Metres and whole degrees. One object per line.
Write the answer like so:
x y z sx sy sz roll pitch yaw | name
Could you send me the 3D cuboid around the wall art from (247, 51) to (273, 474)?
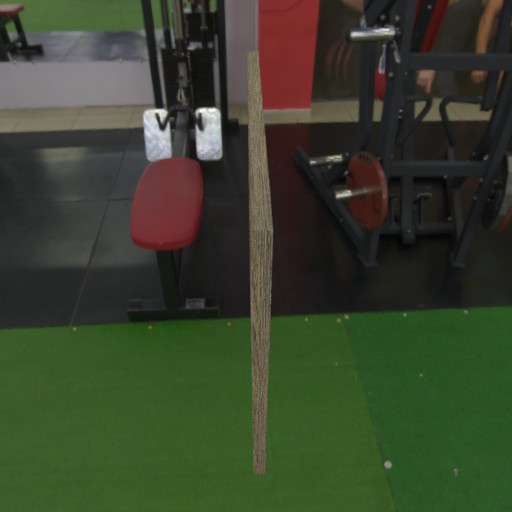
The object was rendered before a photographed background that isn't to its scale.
0.000 0.000 0.752 0.019 0.508 0.508 -1 41 -1 | wall art
